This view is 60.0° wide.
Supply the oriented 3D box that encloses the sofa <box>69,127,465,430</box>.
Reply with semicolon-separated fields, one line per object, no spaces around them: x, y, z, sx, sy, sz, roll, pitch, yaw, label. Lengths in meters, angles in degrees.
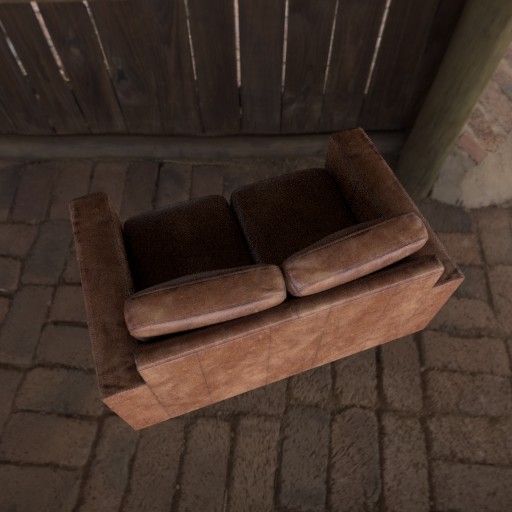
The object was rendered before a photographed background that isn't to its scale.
0.000;0.000;2.218;1.626;0.889;1.041;-17;59;-10;sofa
